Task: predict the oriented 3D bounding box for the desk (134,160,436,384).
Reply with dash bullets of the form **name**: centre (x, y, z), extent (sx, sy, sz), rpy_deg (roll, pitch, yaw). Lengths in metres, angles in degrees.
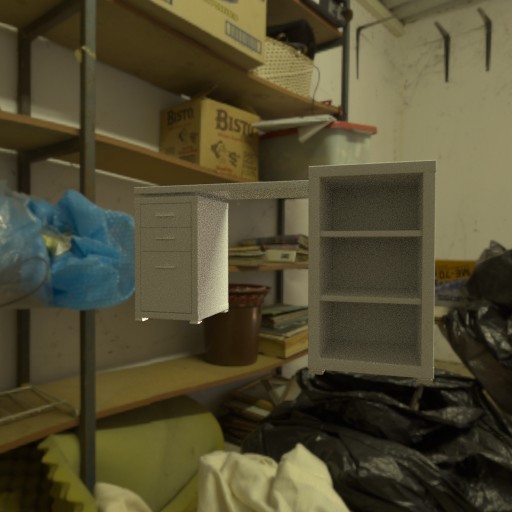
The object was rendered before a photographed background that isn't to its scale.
- **desk**: centre (0.000, 0.000, 2.163), extent (1.524, 0.753, 1.200), rpy_deg (1, 2, 17)
